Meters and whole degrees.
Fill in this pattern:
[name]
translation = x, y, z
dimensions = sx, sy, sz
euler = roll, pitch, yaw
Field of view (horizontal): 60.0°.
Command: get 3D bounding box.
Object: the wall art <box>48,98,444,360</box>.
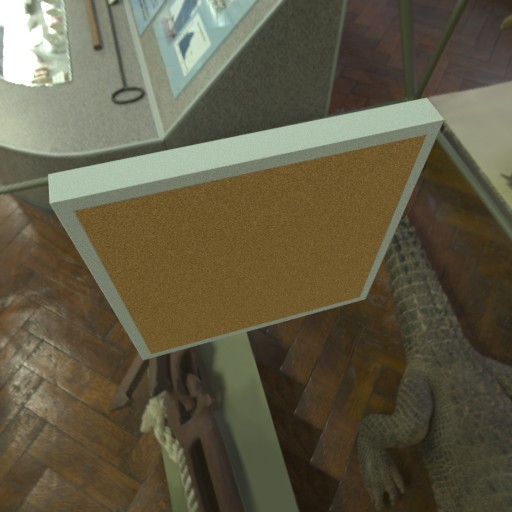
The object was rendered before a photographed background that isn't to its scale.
[wall art]
translation = 0.000, 0.000, 0.618
dimensions = 0.406, 0.406, 0.038
euler = -14, 58, -9
